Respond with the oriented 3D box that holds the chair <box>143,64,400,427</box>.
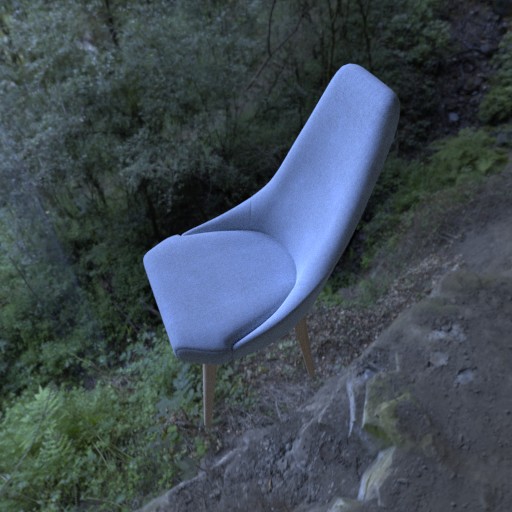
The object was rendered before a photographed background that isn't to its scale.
[{"bbox_3d":[0.000,0.000,1.395,0.660,1.040,0.510,-18,50,-15],"label":"chair"}]
